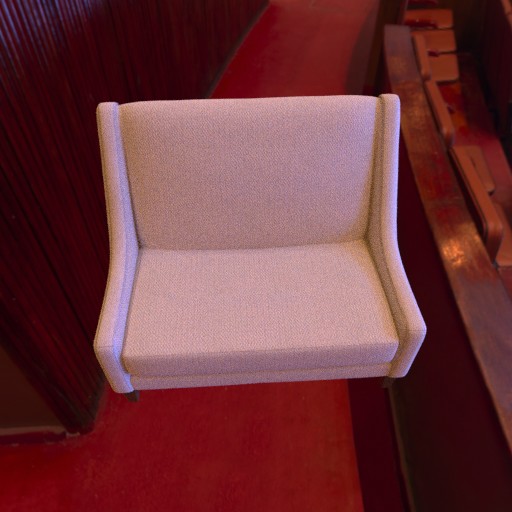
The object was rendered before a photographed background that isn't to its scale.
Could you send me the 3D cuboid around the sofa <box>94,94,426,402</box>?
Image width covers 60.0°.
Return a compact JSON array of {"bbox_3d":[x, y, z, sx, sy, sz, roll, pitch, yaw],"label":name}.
[{"bbox_3d":[0.000,0.000,1.875,1.242,1.022,0.870,-3,47,-2],"label":"sofa"}]
